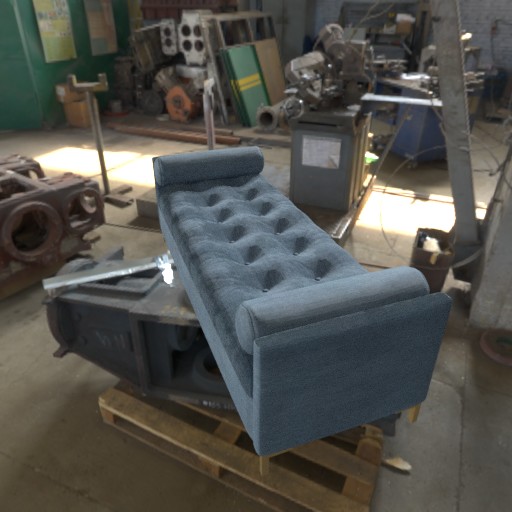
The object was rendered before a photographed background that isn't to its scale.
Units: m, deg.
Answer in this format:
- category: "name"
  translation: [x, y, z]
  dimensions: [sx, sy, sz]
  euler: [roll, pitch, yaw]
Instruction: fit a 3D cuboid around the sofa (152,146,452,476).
- category: "sofa"
  translation: [0.000, 0.000, 2.490]
  dimensions: [0.796, 0.705, 2.102]
  euler: [-11, 32, -18]
